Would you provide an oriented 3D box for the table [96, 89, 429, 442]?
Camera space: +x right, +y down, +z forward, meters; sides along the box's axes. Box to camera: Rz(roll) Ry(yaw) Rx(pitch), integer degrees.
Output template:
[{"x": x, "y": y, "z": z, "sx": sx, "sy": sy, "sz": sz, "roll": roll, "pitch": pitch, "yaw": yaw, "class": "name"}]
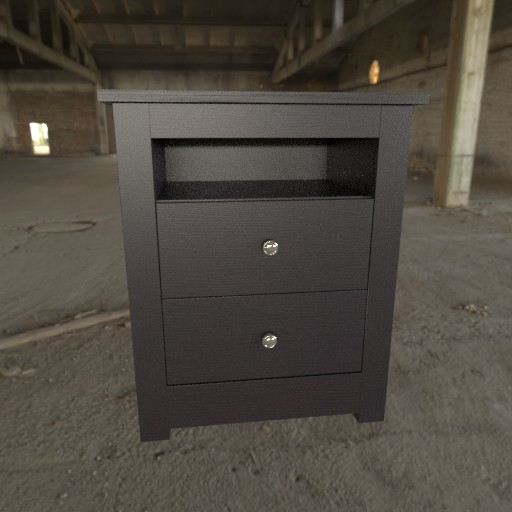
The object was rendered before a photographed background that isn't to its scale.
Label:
[{"x": 0.000, "y": 0.000, "z": 1.062, "sx": 0.589, "sy": 0.711, "sz": 0.408, "roll": -2, "pitch": 16, "yaw": -7, "class": "table"}]
